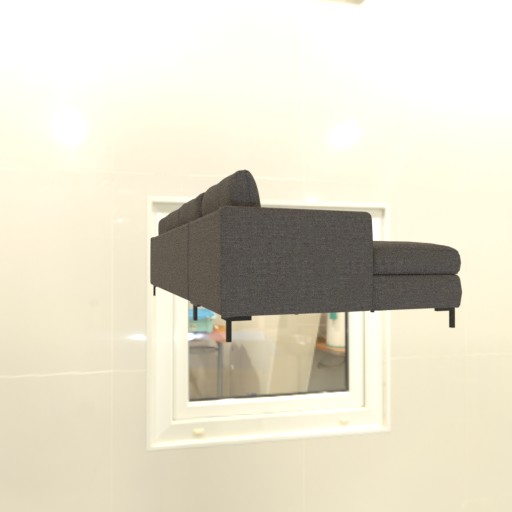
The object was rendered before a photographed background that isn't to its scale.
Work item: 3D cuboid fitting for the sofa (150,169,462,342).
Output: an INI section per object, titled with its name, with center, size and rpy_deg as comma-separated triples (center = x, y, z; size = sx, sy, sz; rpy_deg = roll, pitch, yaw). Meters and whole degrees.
[sofa]
center = 0.000, 0.000, 3.289
size = 1.258, 0.754, 2.731
rpy_deg = 0, -1, -20
